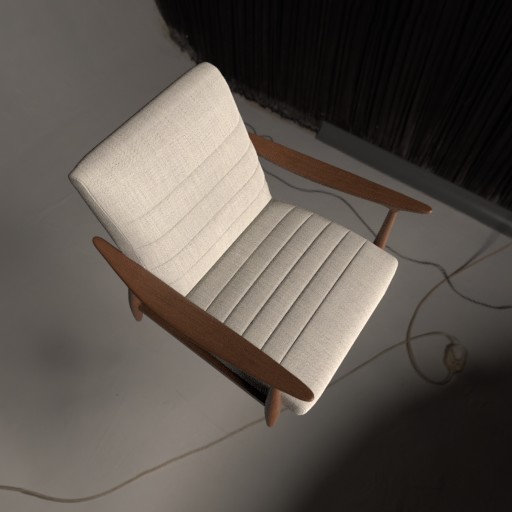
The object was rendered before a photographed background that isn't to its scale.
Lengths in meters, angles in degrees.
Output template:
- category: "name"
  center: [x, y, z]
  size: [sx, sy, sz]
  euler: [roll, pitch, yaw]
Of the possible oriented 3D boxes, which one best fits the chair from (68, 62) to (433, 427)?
- category: "chair"
  center: [0.000, 0.000, 1.436]
  size: [0.798, 0.832, 0.741]
  euler: [31, 64, 18]
